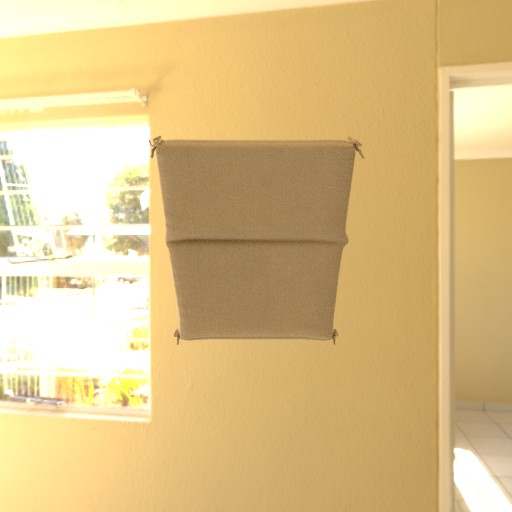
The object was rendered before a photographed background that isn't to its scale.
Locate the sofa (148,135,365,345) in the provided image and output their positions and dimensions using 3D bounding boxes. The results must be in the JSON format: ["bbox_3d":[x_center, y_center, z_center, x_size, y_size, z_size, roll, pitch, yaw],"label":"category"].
[{"bbox_3d":[0.000,0.000,1.934,0.582,0.622,1.663,0,-1,0],"label":"sofa"}]
